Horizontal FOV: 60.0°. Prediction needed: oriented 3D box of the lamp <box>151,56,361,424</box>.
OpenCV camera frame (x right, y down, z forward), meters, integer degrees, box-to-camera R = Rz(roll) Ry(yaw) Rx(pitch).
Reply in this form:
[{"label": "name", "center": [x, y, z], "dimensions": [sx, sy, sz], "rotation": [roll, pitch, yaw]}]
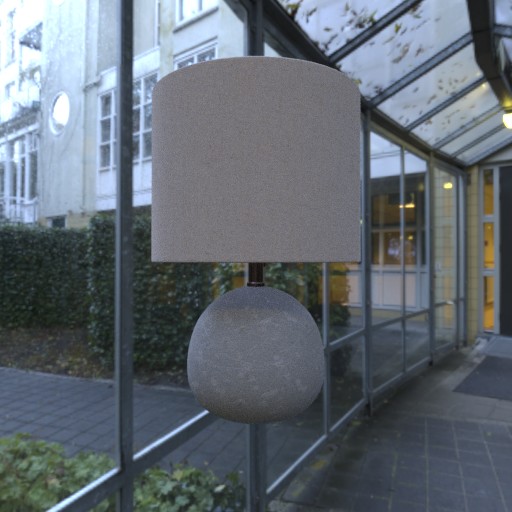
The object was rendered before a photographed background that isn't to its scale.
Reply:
[{"label": "lamp", "center": [0.000, 0.000, 0.586], "dimensions": [0.269, 0.409, 0.269], "rotation": [0, 0, 35]}]
